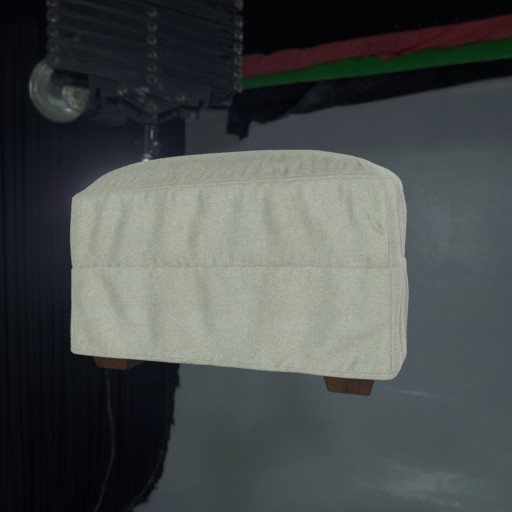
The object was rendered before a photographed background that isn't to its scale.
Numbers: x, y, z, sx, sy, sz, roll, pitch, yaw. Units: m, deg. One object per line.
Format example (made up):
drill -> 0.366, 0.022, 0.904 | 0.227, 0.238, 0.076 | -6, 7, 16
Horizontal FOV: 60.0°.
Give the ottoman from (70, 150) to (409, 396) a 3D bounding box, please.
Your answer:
ottoman -> 0.000, 0.000, 1.093 | 0.712, 0.480, 0.584 | 1, 2, 18
